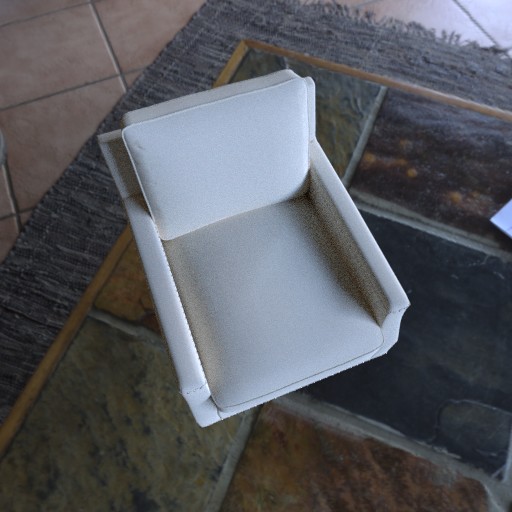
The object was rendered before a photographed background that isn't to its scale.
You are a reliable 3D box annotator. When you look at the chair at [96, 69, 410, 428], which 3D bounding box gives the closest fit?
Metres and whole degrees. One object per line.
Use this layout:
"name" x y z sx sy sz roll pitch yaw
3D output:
"chair" 0.000 0.000 1.737 0.853 0.943 1.014 -19 65 -9
